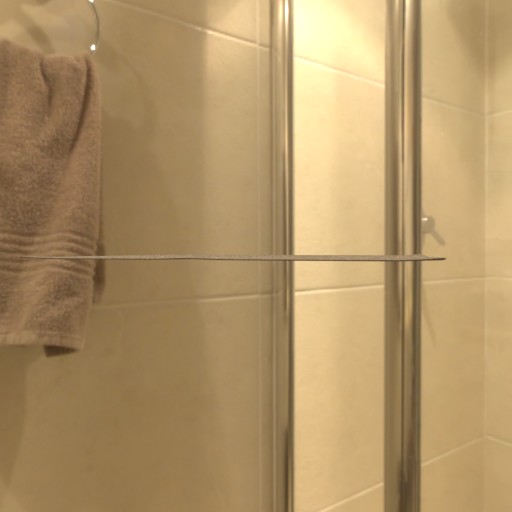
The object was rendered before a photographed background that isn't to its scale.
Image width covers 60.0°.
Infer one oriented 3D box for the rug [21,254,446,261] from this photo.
[{"bbox_3d":[0.000,0.000,3.950,2.925,0.026,2.343,0,1,18],"label":"rug"}]
